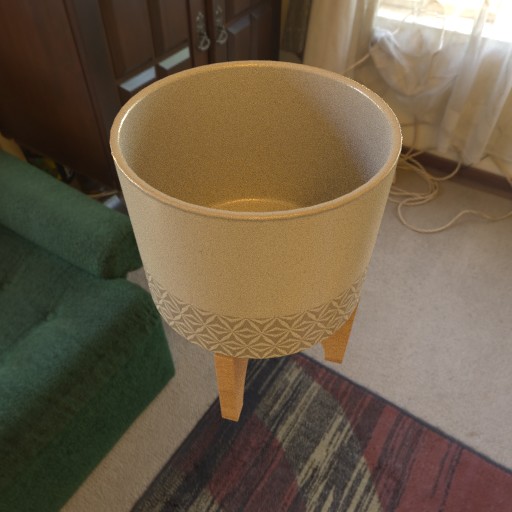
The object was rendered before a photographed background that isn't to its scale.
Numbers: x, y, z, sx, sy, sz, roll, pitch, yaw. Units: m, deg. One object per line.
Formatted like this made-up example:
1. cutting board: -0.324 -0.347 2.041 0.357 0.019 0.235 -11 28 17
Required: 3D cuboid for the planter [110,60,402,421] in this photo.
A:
1. planter: 0.000 0.000 0.510 0.249 0.343 0.249 0 47 0
